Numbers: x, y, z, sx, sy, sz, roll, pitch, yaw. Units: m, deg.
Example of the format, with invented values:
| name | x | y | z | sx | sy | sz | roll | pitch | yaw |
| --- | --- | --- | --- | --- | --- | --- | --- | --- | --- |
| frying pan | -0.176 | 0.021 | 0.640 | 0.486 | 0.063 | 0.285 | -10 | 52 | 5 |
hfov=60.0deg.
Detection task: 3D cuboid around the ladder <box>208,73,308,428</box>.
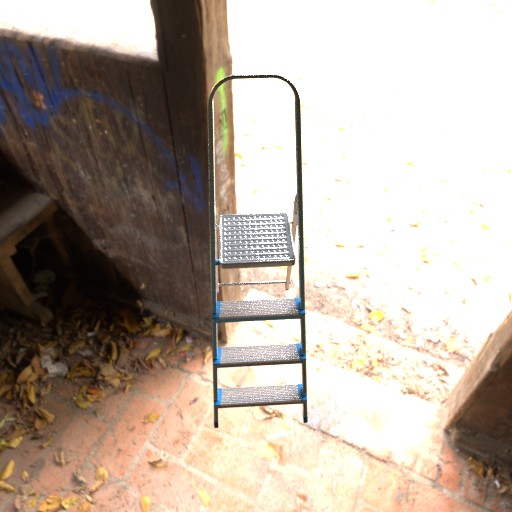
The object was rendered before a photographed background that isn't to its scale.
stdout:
| name | x | y | z | sx | sy | sz | roll | pitch | yaw |
| --- | --- | --- | --- | --- | --- | --- | --- | --- | --- |
| ladder | 0.000 | 0.000 | 1.849 | 0.445 | 1.434 | 0.842 | -2 | 47 | -2 |
